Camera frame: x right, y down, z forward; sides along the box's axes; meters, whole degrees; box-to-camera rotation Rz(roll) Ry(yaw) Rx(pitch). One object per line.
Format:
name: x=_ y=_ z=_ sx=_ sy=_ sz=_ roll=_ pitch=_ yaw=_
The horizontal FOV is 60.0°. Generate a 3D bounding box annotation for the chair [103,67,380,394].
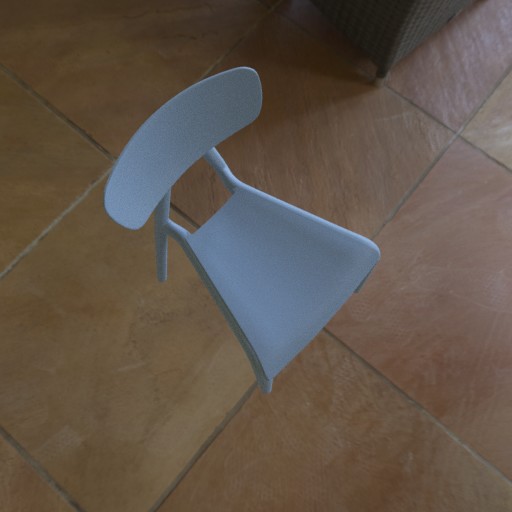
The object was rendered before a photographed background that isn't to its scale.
chair: x=0.000 y=0.000 z=0.843 sx=0.401 sy=0.580 sz=0.356 roll=42 pitch=79 yaw=10
